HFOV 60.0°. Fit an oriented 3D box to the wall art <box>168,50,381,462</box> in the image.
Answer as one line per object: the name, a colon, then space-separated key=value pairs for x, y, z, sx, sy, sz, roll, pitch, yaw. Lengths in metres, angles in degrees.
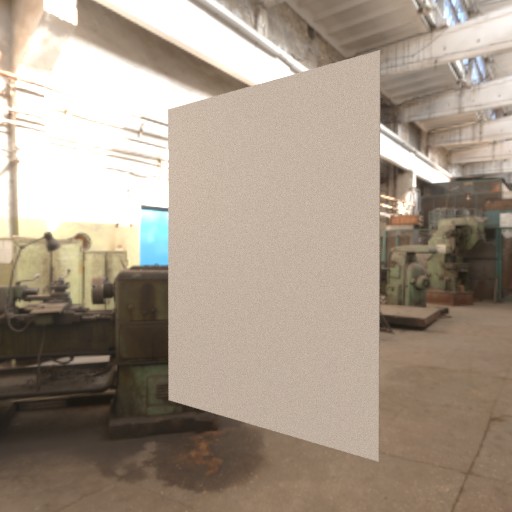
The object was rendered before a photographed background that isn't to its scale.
wall art: x=0.000 y=0.000 z=0.794 sx=0.457 sy=0.610 sz=0.003 roll=1 pitch=1 yaw=37
